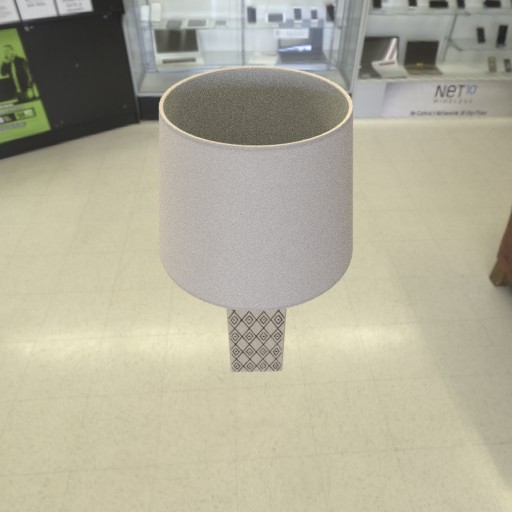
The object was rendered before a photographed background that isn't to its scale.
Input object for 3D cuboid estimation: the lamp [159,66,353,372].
[{"bbox_3d":[0.000,0.000,0.604,0.251,0.435,0.251,0,42,0],"label":"lamp"}]
